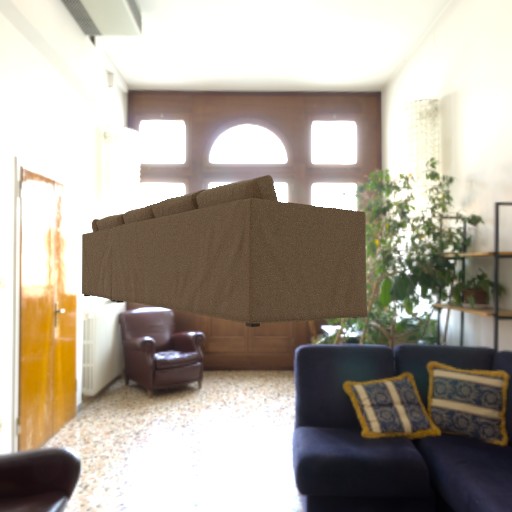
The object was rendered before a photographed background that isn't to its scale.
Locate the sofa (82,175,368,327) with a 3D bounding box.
[{"bbox_3d":[0.000,0.000,4.298,2.432,0.871,3.182,1,-2,-37],"label":"sofa"}]
